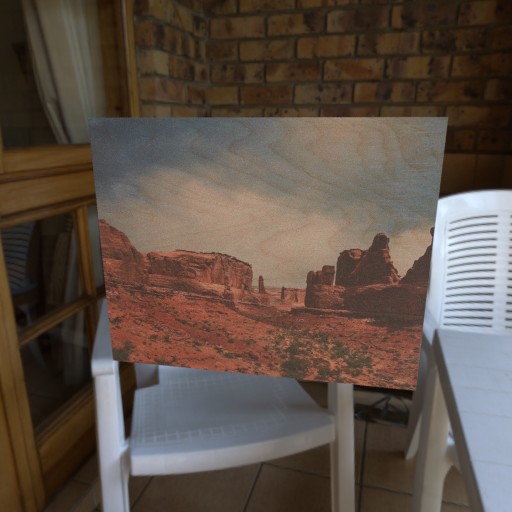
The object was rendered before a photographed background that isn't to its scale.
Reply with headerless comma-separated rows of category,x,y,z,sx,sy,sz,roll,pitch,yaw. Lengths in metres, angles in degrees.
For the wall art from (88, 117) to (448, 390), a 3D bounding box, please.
wall art,0.000,0.000,0.682,0.508,0.406,0.013,3,17,10
